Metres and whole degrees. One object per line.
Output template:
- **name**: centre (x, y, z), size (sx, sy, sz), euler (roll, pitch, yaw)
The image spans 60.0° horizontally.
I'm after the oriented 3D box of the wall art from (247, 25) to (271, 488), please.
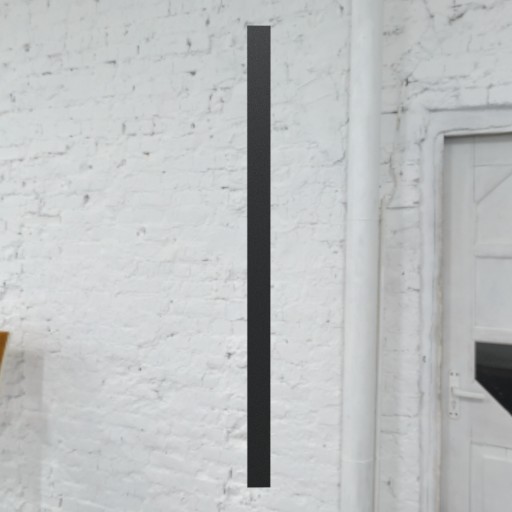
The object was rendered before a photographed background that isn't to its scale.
- **wall art**: centre (0.000, 0.000, 0.530), size (0.019, 0.381, 0.330), euler (0, 0, -1)
